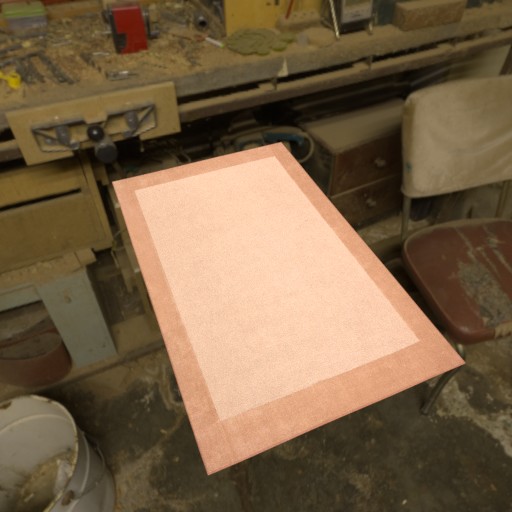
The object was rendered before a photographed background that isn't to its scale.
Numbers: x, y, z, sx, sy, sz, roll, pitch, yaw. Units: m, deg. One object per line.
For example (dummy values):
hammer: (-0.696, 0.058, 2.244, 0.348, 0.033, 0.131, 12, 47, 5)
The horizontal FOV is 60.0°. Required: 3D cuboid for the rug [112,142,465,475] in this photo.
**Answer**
rug: (0.000, 0.000, 3.055, 1.524, 0.014, 2.438, -17, 49, -15)
